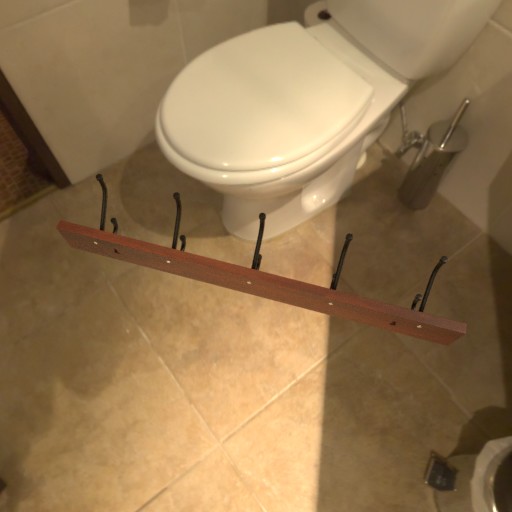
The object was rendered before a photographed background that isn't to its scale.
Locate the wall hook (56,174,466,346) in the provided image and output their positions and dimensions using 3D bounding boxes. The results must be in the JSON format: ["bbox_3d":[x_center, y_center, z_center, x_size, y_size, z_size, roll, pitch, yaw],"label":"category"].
[{"bbox_3d":[0.000,0.000,0.612,0.571,0.117,0.071,14,64,7],"label":"wall hook"}]
